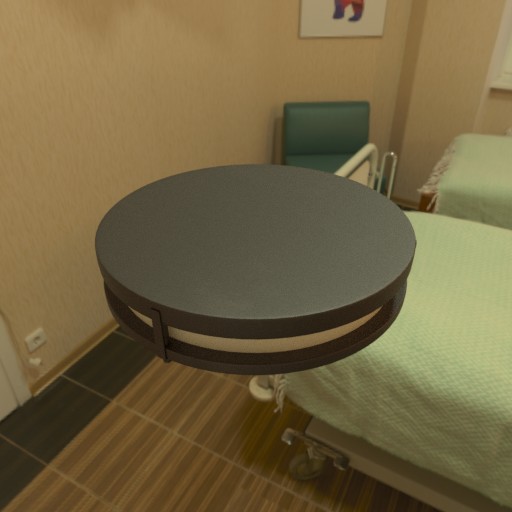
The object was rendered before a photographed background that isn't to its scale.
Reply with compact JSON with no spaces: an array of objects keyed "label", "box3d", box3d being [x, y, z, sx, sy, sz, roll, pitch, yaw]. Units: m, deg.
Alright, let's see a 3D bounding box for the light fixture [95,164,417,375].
[{"label":"light fixture","box3d":[0.000,0.000,0.537,0.356,0.102,0.356,0,32,0]}]
